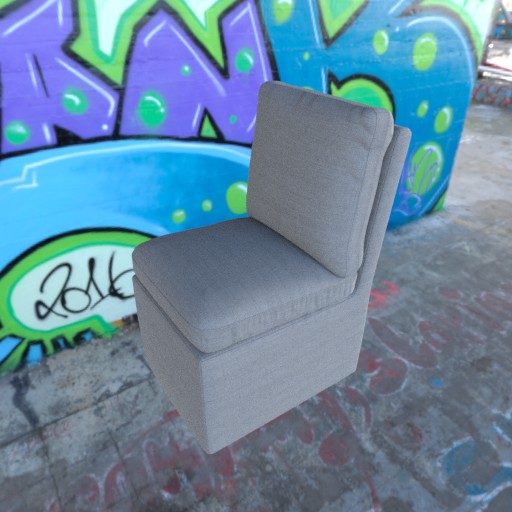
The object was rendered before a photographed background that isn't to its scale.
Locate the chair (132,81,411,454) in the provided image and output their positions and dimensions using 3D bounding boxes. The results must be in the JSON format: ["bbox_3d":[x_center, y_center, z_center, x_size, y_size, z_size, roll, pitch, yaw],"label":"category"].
[{"bbox_3d":[0.000,0.000,1.379,0.698,0.927,0.503,-19,36,-29],"label":"chair"}]
